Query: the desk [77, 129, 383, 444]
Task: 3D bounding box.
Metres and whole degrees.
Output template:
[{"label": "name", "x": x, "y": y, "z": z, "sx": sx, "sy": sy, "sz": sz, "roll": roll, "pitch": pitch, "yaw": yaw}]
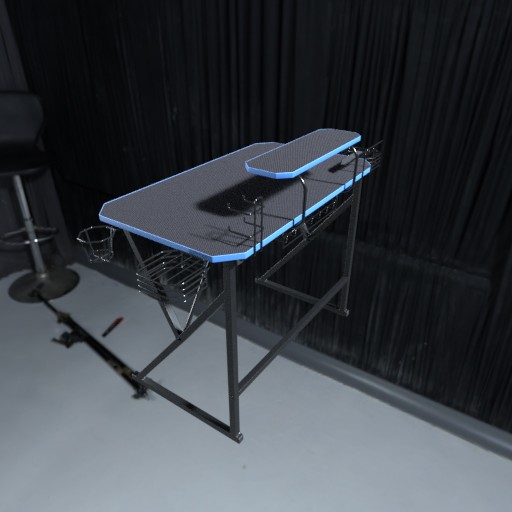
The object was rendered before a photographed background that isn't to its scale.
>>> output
[{"label": "desk", "x": 0.000, "y": 0.000, "z": 1.712, "sx": 0.594, "sy": 0.909, "sz": 1.295, "roll": 19, "pitch": 35, "yaw": 30}]
